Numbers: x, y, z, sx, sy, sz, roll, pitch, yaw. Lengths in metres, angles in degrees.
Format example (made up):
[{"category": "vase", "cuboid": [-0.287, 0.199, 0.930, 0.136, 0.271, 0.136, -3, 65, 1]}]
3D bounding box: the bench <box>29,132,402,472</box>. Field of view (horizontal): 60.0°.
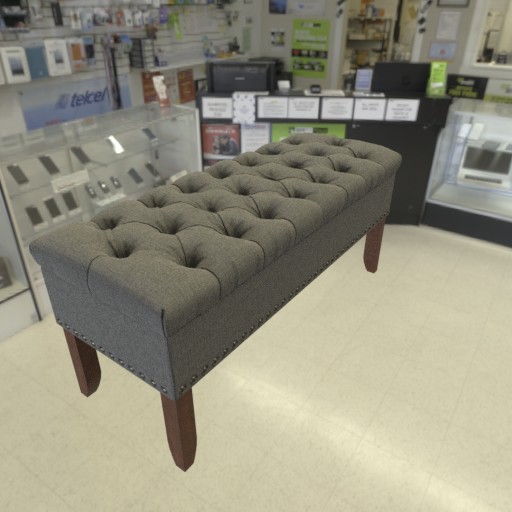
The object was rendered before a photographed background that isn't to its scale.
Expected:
[{"category": "bench", "cuboid": [0.000, 0.000, 1.280, 0.417, 0.470, 1.052, 21, 36, 31]}]
